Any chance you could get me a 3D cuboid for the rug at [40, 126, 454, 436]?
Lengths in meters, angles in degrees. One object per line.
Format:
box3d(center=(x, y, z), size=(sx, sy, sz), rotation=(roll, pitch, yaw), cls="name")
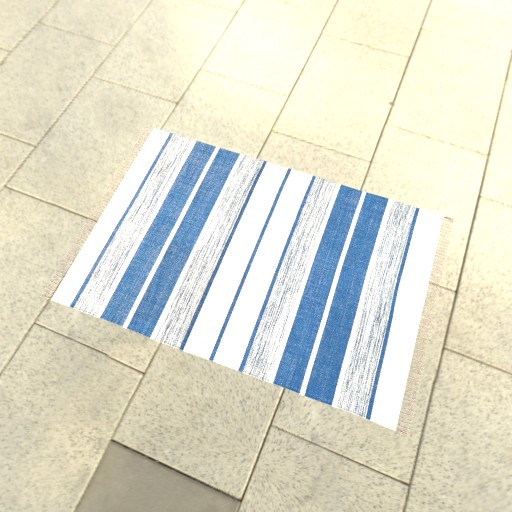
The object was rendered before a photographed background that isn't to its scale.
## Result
box3d(center=(0.000, 0.000, 3.019), size=(2.441, 0.010, 1.532), rotation=(19, 66, 8), cls="rug")
